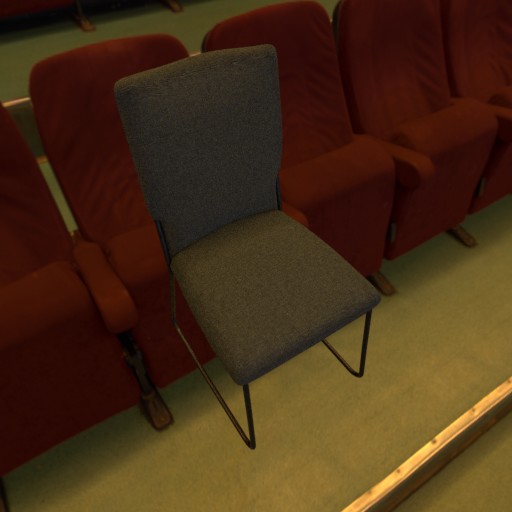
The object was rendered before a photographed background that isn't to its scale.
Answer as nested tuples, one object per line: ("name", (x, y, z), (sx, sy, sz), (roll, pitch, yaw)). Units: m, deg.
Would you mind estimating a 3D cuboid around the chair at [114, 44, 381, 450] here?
("chair", (0.000, 0.000, 1.265), (0.480, 0.931, 0.635), (-25, 51, -22))
